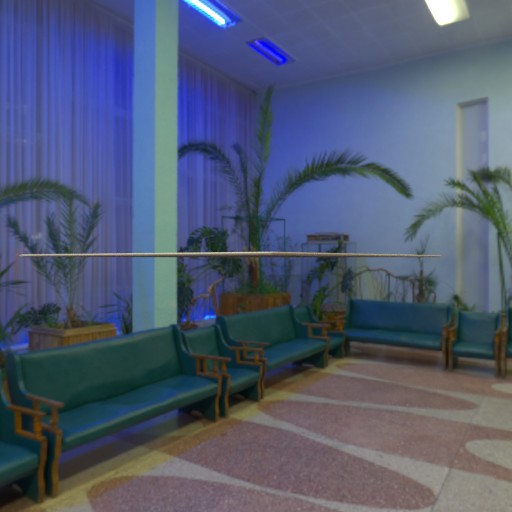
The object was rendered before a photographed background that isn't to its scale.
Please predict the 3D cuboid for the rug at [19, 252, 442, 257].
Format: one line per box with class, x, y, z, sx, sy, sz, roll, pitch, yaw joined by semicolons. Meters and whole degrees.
rug;0.000;0.000;4.012;2.462;0.018;3.039;0;0;37
